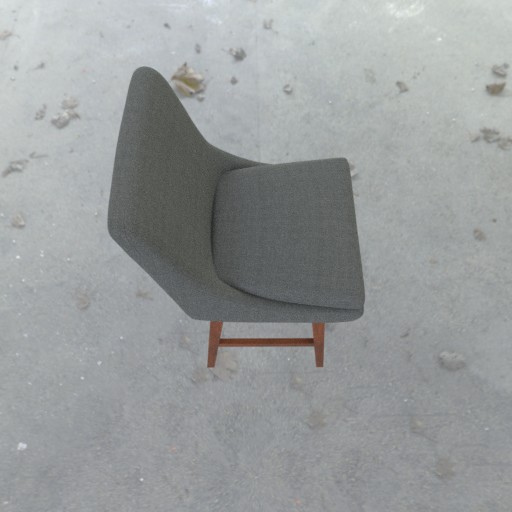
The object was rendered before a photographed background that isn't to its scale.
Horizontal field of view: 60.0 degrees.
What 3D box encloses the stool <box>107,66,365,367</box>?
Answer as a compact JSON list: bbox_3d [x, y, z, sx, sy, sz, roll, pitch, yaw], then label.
[{"bbox_3d":[0.000,0.000,1.251,0.524,0.977,0.447,0,63,0],"label":"stool"}]
